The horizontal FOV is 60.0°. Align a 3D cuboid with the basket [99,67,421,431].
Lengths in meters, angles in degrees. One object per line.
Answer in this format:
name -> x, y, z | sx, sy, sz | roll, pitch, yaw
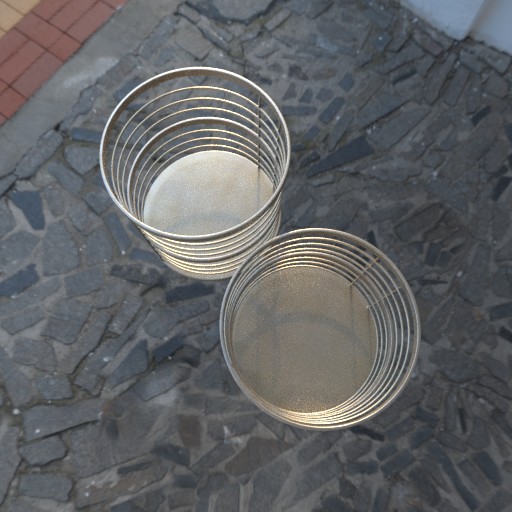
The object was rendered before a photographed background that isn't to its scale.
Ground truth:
basket -> 0.000, 0.000, 0.949 | 0.356, 0.351, 0.746 | -34, 77, -9
